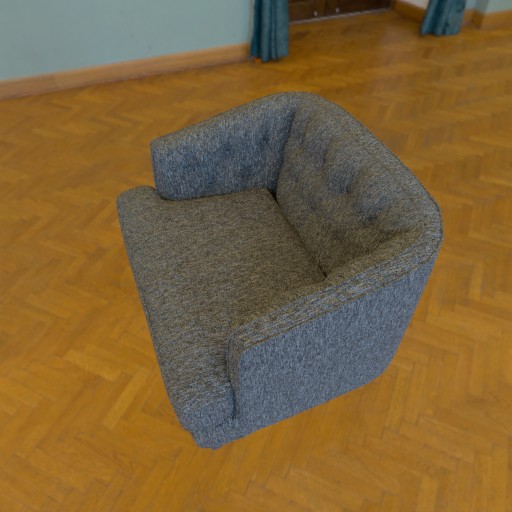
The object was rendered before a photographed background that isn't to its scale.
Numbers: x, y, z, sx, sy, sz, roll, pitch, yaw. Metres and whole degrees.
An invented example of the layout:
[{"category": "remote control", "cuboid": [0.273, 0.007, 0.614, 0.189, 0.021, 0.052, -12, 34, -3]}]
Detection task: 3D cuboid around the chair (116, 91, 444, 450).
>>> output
[{"category": "chair", "cuboid": [0.000, 0.000, 1.747, 0.941, 0.852, 1.104, -16, 49, -15]}]
